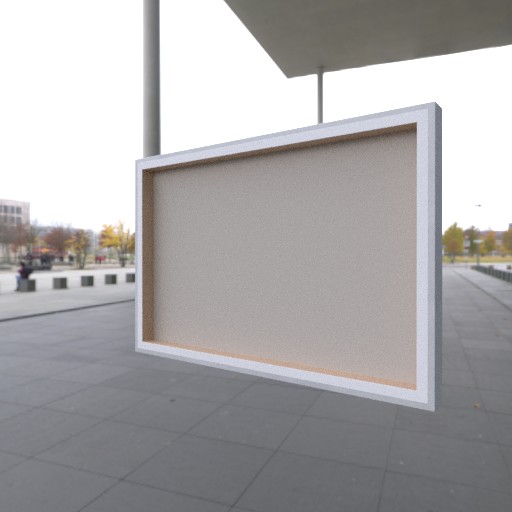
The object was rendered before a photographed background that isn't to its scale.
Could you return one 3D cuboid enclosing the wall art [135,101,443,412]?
[{"bbox_3d":[0.000,0.000,0.775,0.609,0.407,0.038,0,0,36],"label":"wall art"}]
